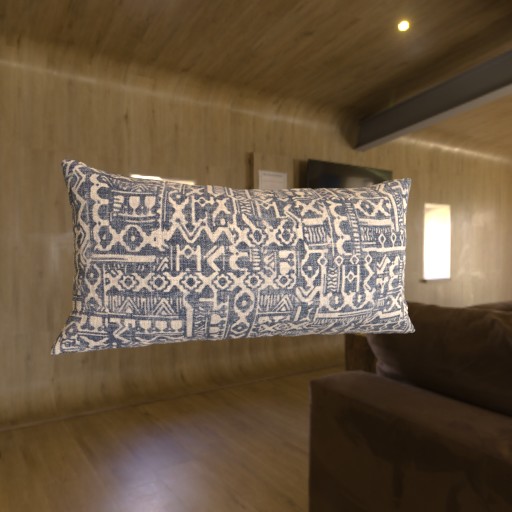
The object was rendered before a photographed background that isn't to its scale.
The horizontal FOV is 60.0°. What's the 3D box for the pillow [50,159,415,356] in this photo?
[{"bbox_3d":[0.000,0.000,0.743,0.631,0.292,0.148,0,0,-18],"label":"pillow"}]
